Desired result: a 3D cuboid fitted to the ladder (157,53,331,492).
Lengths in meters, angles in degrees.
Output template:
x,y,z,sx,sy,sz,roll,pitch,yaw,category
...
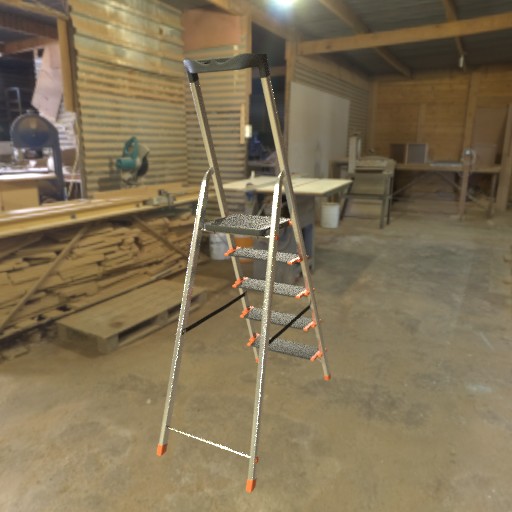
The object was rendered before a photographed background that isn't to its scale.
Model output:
x,y,z,sx,sy,sz,roll,pitch,yaw,category
0.000,0.000,2.072,0.480,1.646,0.995,8,16,27,ladder
